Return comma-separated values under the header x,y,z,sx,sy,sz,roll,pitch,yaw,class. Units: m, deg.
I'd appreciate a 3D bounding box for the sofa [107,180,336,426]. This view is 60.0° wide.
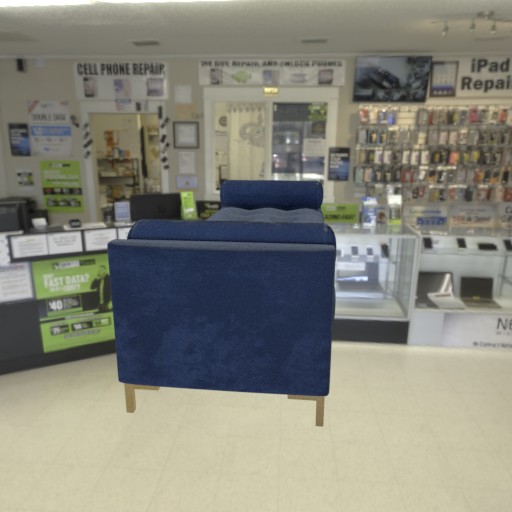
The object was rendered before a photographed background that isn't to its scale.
x,y,z,sx,sy,sz,roll,pitch,yaw,class
0.000,0.000,2.519,0.796,0.705,2.102,2,15,7,sofa
